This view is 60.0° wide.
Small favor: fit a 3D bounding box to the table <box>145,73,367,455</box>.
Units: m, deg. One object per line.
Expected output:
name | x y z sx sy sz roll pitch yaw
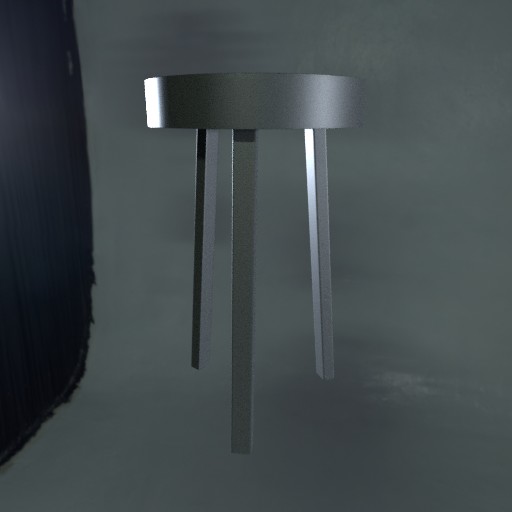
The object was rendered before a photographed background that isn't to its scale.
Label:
table | 0.000 0.000 0.939 0.406 0.686 0.406 3 18 9
